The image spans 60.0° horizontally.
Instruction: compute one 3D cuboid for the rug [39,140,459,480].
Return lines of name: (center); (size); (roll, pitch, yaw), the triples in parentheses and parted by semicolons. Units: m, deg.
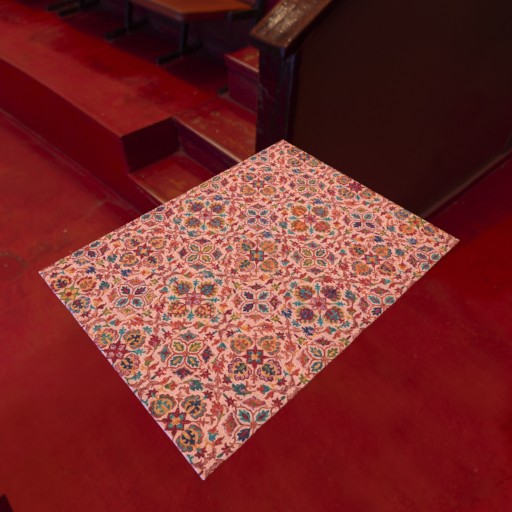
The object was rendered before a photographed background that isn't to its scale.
rug: (0.000, 0.000, 4.227); (3.215, 0.020, 2.446); (-34, 56, -28)
